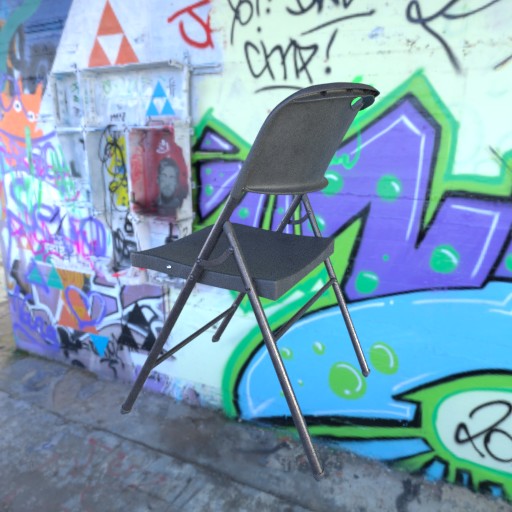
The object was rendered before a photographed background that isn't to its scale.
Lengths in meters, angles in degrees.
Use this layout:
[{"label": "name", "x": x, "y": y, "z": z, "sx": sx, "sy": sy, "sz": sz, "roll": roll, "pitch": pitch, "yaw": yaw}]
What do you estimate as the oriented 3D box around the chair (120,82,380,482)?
[{"label": "chair", "x": 0.000, "y": 0.000, "z": 1.154, "sx": 0.567, "sy": 0.810, "sz": 0.494, "roll": 7, "pitch": 17, "yaw": 25}]
